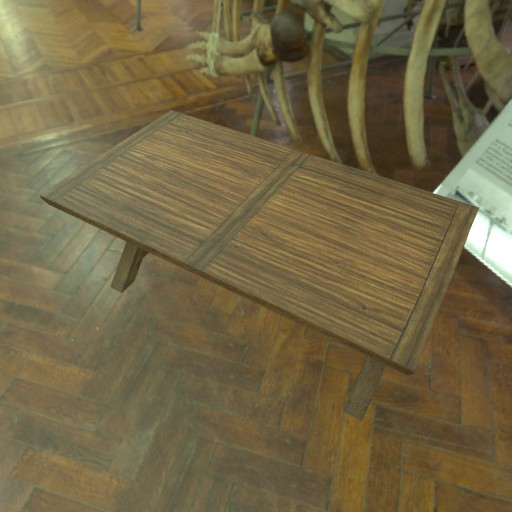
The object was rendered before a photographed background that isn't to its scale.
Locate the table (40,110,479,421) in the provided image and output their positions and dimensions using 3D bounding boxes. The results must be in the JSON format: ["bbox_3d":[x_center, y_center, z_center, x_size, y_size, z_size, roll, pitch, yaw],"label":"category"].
[{"bbox_3d":[0.000,0.000,2.536,1.966,0.793,1.071,23,50,21],"label":"table"}]
